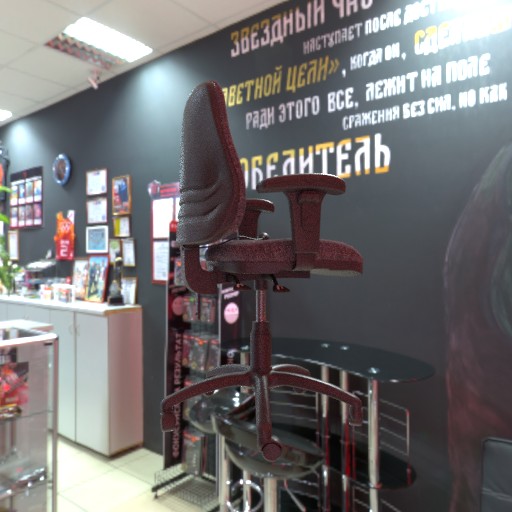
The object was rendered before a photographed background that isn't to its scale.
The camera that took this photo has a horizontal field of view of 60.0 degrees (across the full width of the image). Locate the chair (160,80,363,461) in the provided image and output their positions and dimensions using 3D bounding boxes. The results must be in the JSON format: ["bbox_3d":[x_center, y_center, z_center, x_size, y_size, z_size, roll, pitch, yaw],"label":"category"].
[{"bbox_3d":[0.000,0.000,1.247,0.530,0.910,0.550,0,0,-19],"label":"chair"}]
